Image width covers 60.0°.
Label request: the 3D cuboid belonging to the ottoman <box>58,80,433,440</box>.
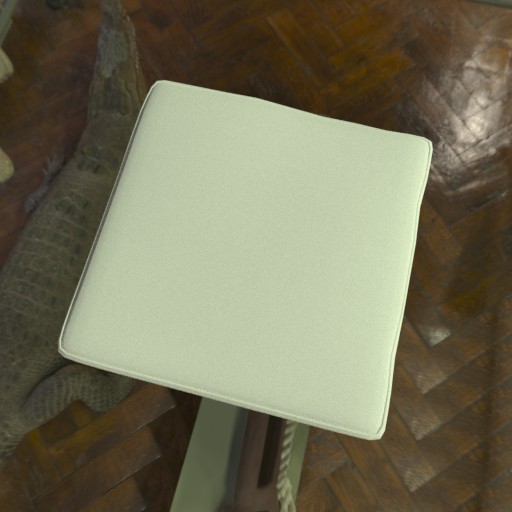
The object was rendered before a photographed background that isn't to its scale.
[{"bbox_3d":[0.000,0.000,1.345,0.838,0.479,0.838,14,76,4],"label":"ottoman"}]
